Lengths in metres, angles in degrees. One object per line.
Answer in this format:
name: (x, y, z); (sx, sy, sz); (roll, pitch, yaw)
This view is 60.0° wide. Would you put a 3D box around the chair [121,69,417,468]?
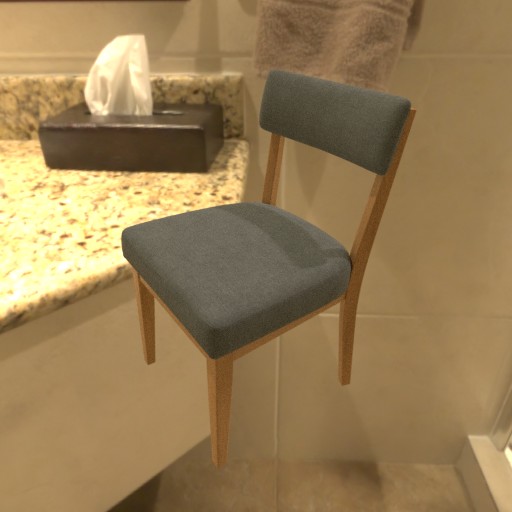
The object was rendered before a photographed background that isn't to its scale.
chair: (0.000, 0.000, 1.180); (0.572, 0.832, 0.508); (-20, 37, -29)
